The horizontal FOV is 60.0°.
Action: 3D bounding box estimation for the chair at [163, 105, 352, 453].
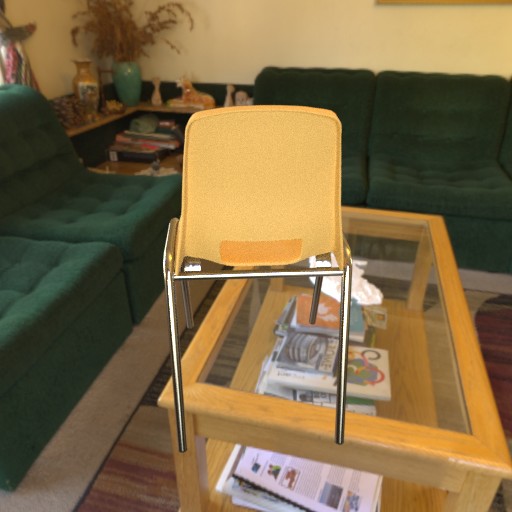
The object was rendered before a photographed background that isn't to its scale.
[{"bbox_3d":[0.000,0.000,0.959,0.381,0.704,0.436,-2,29,-3],"label":"chair"}]
